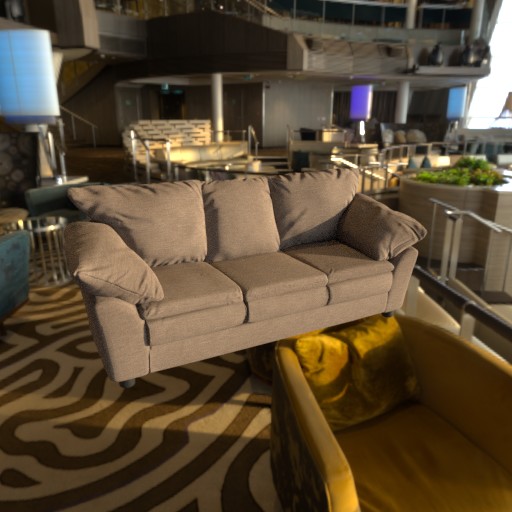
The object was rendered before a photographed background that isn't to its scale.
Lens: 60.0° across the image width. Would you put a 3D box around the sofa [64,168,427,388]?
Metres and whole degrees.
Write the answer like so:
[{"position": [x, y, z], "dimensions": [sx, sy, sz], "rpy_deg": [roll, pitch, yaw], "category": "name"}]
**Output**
[{"position": [0.000, 0.000, 3.016], "dimensions": [2.390, 1.043, 0.927], "rpy_deg": [-9, 19, -27], "category": "sofa"}]
